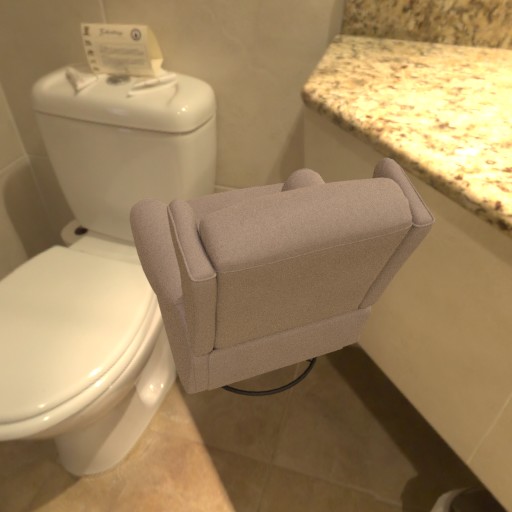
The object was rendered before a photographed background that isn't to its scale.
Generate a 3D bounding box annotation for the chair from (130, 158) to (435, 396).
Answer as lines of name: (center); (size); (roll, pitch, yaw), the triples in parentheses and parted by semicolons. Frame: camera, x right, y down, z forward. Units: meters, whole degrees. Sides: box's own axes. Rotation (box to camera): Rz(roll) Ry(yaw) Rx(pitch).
chair: (0.000, 0.000, 1.692); (0.847, 1.011, 0.969); (-13, 43, -15)
